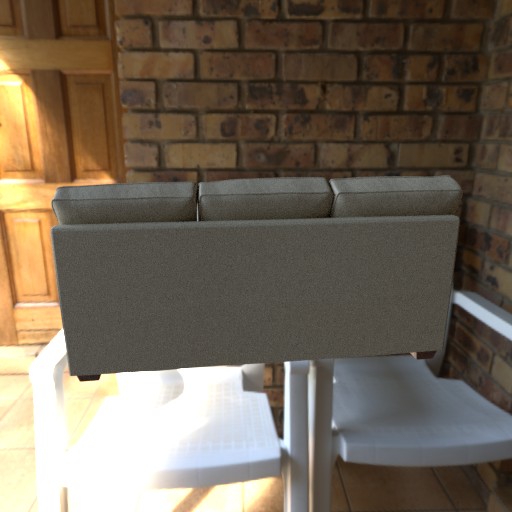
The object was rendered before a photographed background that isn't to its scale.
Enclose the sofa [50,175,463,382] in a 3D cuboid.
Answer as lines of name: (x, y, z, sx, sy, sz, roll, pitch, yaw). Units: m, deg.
sofa: (0.000, 0.000, 2.598, 1.962, 0.973, 1.027, -2, 15, -8)
